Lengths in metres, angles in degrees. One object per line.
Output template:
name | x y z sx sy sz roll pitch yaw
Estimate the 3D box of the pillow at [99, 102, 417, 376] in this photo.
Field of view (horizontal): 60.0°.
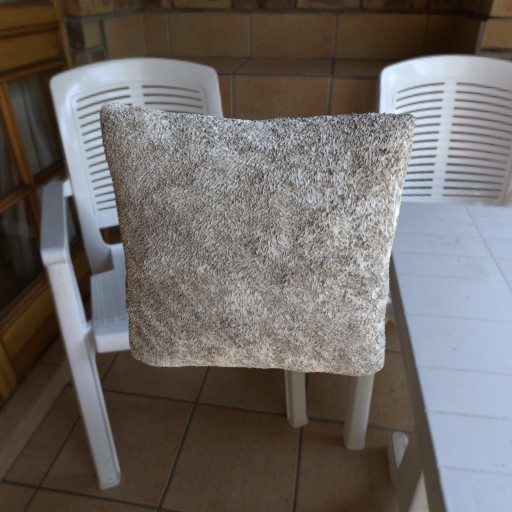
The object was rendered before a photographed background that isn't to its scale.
pillow | 0.000 0.000 0.809 0.529 0.515 0.218 2 32 3
